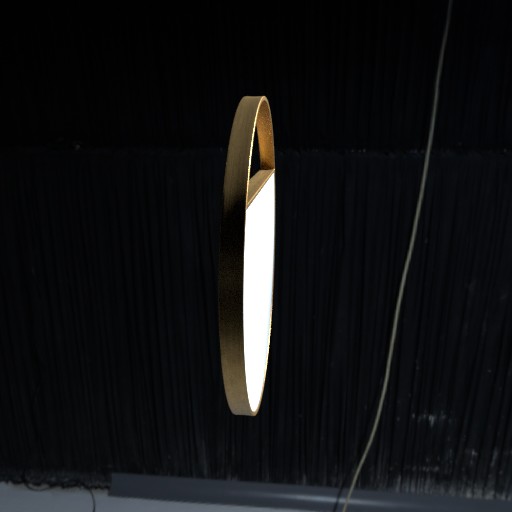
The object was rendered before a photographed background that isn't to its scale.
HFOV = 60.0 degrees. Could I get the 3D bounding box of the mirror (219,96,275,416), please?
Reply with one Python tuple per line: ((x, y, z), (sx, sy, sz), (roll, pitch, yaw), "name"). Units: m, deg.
((0.000, 0.000, 0.834), (0.032, 0.565, 0.565), (2, 17, 6), "mirror")
